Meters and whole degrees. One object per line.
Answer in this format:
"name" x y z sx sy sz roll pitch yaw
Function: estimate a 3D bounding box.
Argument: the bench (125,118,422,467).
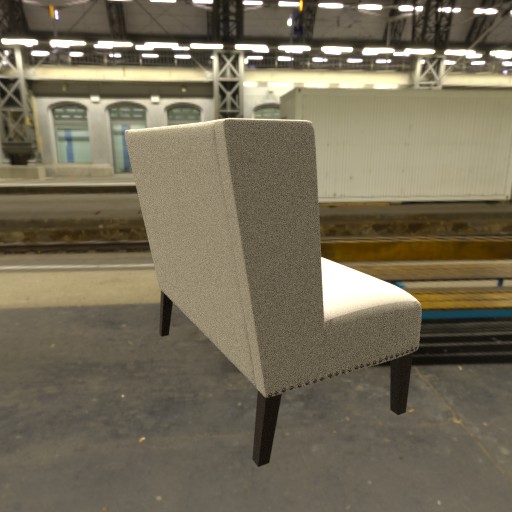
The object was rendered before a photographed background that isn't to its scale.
"bench" 0.000 0.000 2.016 0.847 1.123 1.280 -7 16 -27
